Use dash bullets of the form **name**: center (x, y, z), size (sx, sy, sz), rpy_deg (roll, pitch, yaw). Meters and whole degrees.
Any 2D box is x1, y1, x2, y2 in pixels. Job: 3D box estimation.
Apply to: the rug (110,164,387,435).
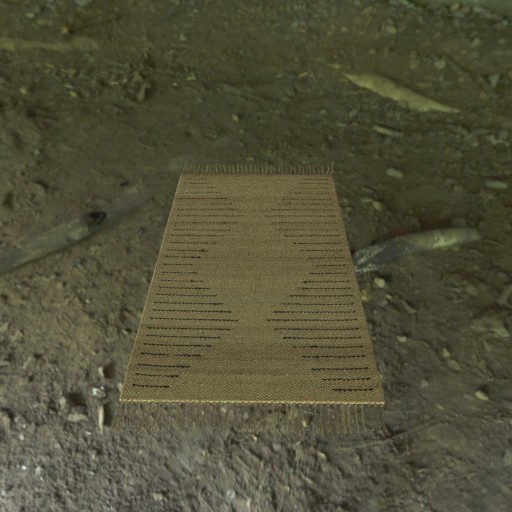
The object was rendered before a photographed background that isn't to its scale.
- **rug**: center (0.000, 0.000, 2.041), size (0.905, 0.017, 1.718), rpy_deg (0, 41, 0)
